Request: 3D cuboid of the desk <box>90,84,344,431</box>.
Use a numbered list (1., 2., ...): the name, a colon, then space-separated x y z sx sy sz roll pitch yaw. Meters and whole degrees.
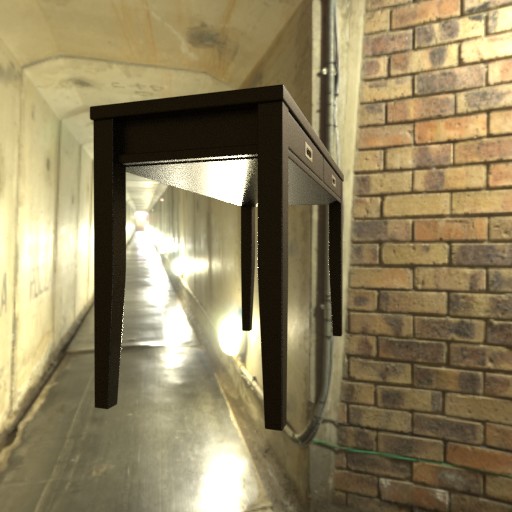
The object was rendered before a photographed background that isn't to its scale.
1. desk: 0.000 0.000 1.638 0.508 0.775 1.220 0 1 17
